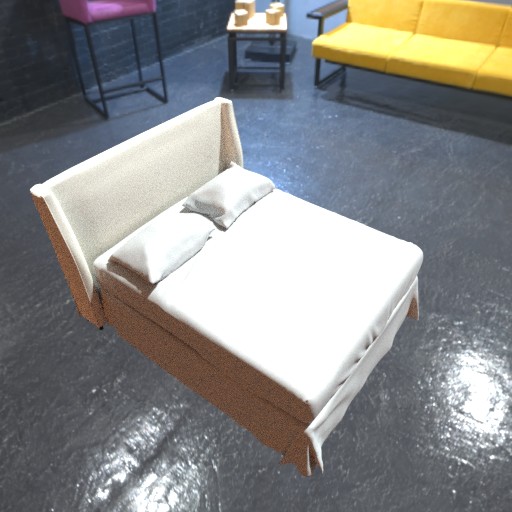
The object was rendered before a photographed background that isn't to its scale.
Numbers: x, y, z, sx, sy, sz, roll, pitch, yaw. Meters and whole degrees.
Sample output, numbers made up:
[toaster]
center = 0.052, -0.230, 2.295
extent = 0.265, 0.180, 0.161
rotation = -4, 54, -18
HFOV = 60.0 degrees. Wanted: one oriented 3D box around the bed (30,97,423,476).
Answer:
[bed]
center = 0.000, 0.000, 3.346
extent = 2.276, 1.332, 1.925
rotation = 27, 48, 27
